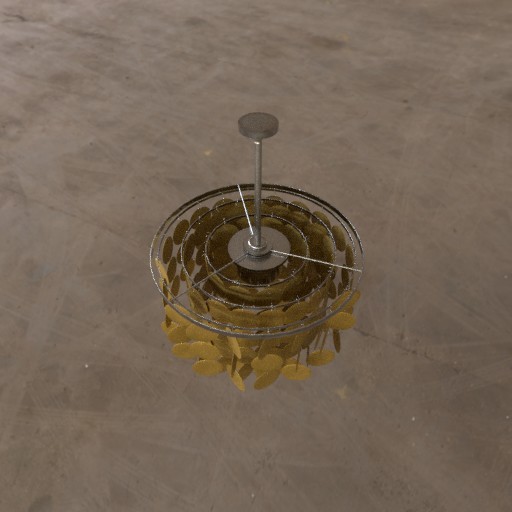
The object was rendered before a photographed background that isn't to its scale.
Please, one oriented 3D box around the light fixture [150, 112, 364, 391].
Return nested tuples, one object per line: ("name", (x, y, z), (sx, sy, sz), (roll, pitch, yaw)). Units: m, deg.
("light fixture", (0.000, 0.000, 0.753), (0.368, 0.492, 0.368), (0, 46, 0))
